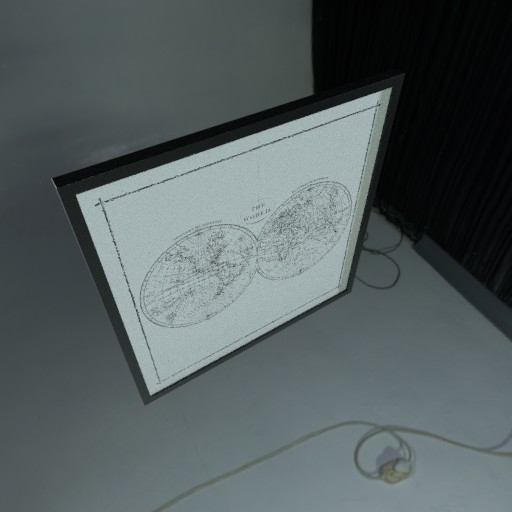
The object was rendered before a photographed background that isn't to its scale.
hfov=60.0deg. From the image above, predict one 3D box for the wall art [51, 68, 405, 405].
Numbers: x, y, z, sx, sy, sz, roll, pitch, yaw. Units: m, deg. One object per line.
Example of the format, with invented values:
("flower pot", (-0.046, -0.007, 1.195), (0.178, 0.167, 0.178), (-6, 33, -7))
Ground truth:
("wall art", (0.000, 0.000, 1.138), (0.773, 0.775, 0.031), (-25, 51, -22))
